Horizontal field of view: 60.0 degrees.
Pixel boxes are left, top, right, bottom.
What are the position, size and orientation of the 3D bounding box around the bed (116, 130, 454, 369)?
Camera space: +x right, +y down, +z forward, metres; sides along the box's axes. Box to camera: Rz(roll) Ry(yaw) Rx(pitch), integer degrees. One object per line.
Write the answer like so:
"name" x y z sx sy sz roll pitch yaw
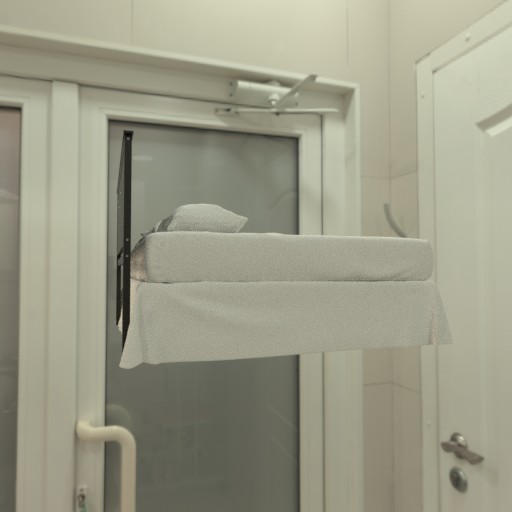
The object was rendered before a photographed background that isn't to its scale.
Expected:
"bed" 0.000 0.000 3.696 2.219 1.271 2.315 1 -2 -18
